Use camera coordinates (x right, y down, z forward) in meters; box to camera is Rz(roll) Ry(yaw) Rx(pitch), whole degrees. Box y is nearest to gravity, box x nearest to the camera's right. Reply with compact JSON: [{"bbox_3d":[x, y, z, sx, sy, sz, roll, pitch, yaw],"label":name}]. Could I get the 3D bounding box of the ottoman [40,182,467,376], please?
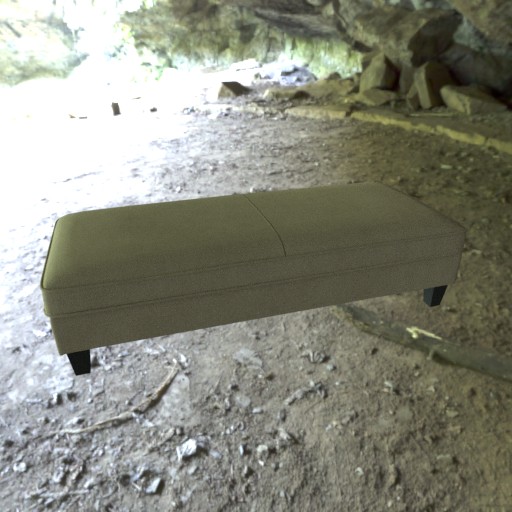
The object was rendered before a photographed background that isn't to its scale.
[{"bbox_3d":[0.000,0.000,2.042,1.726,0.460,0.735,-8,28,-16],"label":"ottoman"}]
